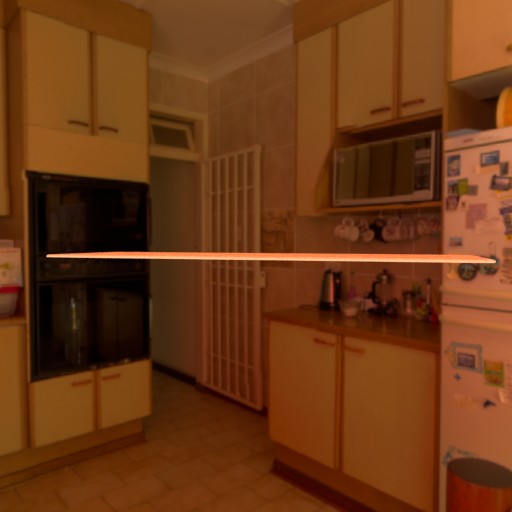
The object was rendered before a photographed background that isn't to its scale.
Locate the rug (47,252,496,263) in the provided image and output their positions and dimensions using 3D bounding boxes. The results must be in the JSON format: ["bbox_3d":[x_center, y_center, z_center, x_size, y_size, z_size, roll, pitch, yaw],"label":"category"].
[{"bbox_3d":[0.000,0.000,2.477,2.276,0.014,0.678,1,2,18],"label":"rug"}]
